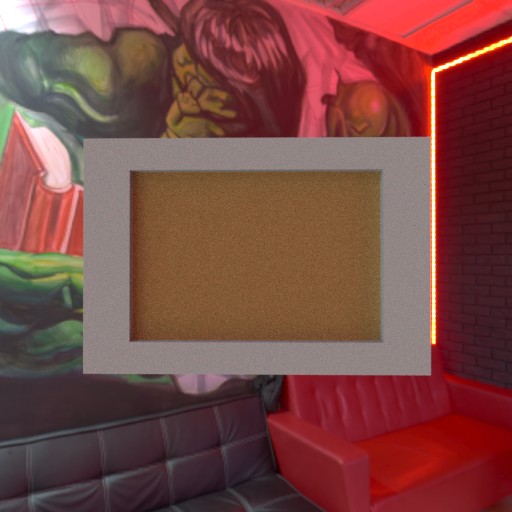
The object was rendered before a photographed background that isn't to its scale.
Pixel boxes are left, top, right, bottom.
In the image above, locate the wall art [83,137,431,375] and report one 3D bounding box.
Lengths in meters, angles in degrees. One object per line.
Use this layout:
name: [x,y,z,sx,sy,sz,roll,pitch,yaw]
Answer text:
wall art: [0.000,0.000,1.171,0.906,0.617,0.033,0,0,1]
